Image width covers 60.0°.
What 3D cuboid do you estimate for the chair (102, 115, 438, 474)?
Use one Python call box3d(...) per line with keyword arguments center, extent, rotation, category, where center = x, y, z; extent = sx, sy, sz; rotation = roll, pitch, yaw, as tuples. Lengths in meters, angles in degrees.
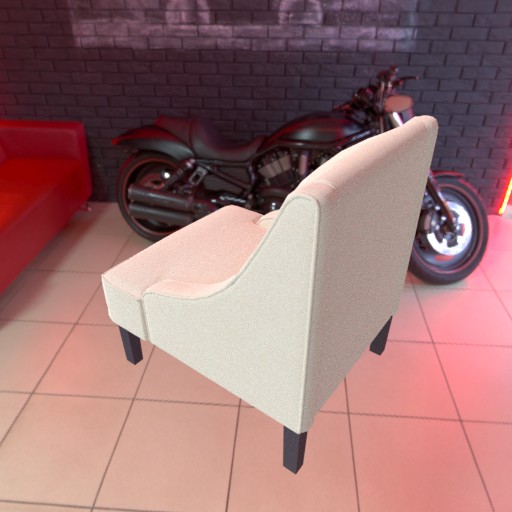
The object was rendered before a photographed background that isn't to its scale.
box3d(center=(0.000, 0.000, 1.451), extent=(0.806, 0.886, 0.689), rotation=(22, 39, 30), category="chair")
